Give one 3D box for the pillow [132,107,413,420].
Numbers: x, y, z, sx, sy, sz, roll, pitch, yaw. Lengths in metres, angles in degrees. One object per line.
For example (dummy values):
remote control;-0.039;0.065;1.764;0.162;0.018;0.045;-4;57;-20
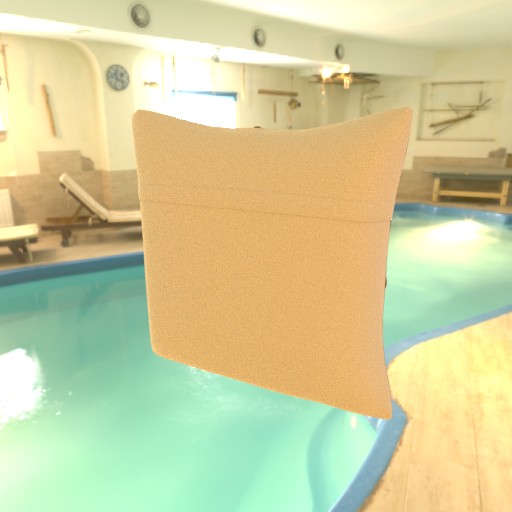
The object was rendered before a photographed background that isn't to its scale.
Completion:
pillow;0.000;0.000;0.736;0.484;0.470;0.192;8;18;27
